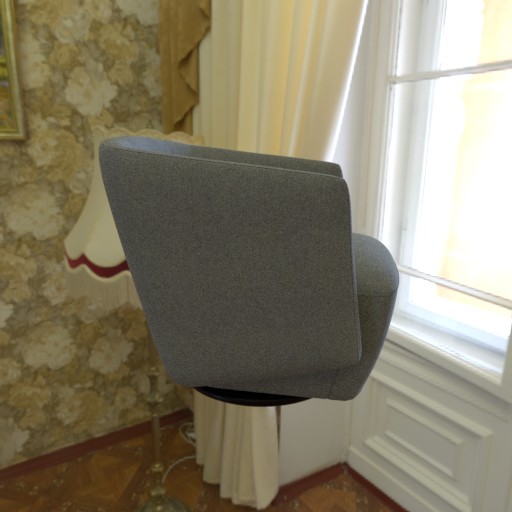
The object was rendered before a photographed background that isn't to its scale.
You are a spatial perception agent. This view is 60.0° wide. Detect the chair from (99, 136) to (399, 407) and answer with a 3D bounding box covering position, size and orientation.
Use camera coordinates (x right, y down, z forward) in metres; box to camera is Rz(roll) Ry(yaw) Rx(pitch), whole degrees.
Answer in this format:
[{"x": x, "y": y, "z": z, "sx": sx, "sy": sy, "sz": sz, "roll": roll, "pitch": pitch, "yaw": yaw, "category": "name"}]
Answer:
[{"x": 0.000, "y": 0.000, "z": 1.645, "sx": 0.986, "sy": 0.861, "sz": 0.822, "roll": 2, "pitch": 15, "yaw": 9, "category": "chair"}]
